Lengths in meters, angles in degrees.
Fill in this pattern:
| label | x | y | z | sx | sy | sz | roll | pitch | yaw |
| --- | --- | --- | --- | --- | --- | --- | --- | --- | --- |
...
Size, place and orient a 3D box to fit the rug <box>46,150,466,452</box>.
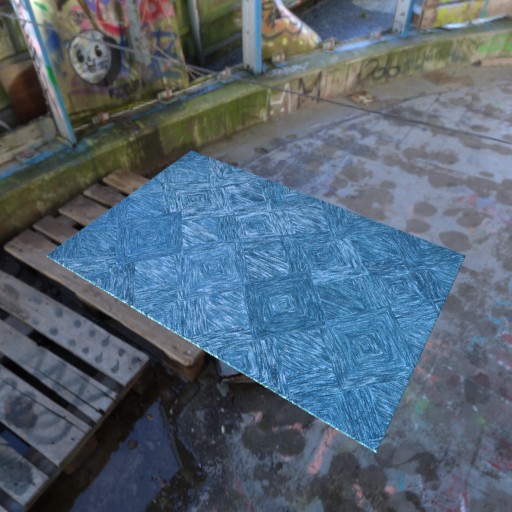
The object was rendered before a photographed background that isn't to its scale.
| label | x | y | z | sx | sy | sz | roll | pitch | yaw |
| --- | --- | --- | --- | --- | --- | --- | --- | --- | --- |
| rug | 0.000 | 0.000 | 2.874 | 2.277 | 0.015 | 1.490 | 25 | 51 | 23 |
